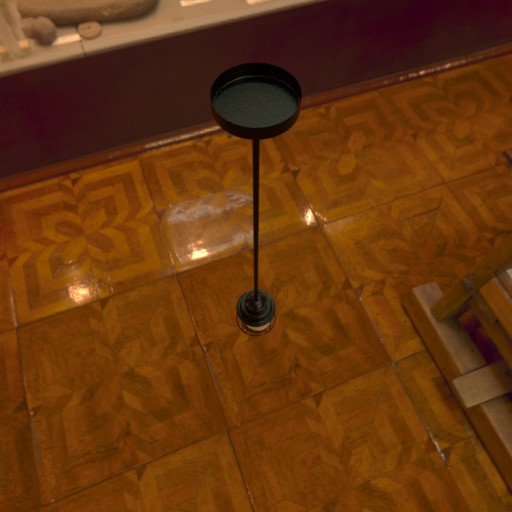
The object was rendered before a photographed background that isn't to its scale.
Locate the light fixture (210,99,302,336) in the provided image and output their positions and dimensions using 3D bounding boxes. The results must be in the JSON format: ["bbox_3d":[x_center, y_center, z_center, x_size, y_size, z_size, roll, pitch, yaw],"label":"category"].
[{"bbox_3d":[0.000,0.000,0.999,0.123,0.920,0.123,-17,63,-9],"label":"light fixture"}]
